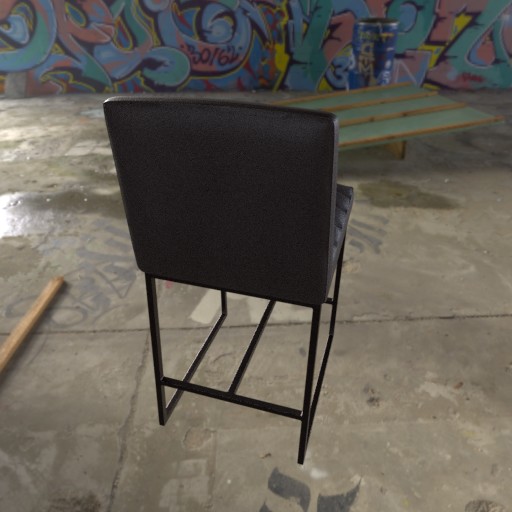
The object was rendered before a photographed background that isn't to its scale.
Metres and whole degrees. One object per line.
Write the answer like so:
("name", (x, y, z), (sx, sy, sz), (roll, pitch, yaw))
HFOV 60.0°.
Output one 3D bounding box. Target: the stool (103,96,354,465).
("stool", (0.000, 0.000, 1.232), (0.463, 0.946, 0.562), (9, 33, 15))
